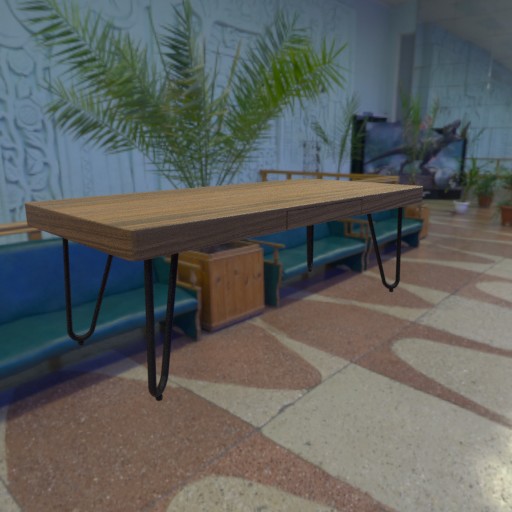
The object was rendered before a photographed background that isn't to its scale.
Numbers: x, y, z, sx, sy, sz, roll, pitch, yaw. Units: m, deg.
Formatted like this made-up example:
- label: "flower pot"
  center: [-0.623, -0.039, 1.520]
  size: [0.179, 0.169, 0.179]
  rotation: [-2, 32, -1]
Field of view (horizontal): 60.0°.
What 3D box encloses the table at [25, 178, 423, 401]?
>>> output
- label: "table"
  center: [0.000, 0.000, 1.656]
  size: [0.637, 0.468, 1.375]
  rotation: [14, 20, 43]
